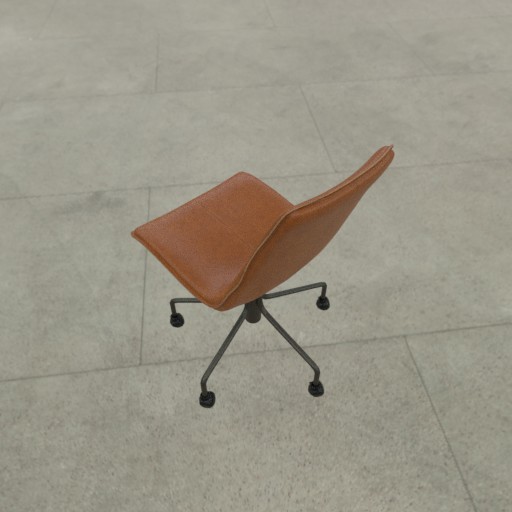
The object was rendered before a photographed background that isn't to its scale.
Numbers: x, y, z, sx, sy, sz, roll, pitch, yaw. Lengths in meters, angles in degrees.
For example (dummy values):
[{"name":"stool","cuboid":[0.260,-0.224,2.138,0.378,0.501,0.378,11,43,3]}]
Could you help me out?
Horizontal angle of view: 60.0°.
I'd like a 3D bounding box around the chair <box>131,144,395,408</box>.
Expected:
[{"name":"chair","cuboid":[0.000,0.000,1.350,0.651,0.920,0.660,-34,56,-27]}]
